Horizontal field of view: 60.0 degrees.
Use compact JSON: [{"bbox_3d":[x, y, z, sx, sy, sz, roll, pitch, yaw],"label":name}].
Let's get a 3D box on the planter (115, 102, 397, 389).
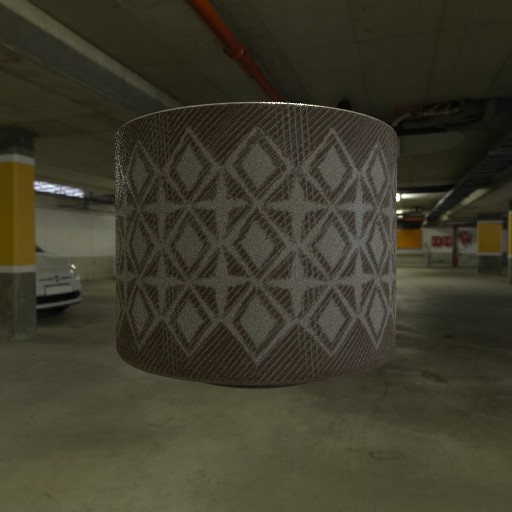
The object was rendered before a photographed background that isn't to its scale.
[{"bbox_3d":[0.000,0.000,0.209,0.126,0.104,0.126,0,1,0],"label":"planter"}]
